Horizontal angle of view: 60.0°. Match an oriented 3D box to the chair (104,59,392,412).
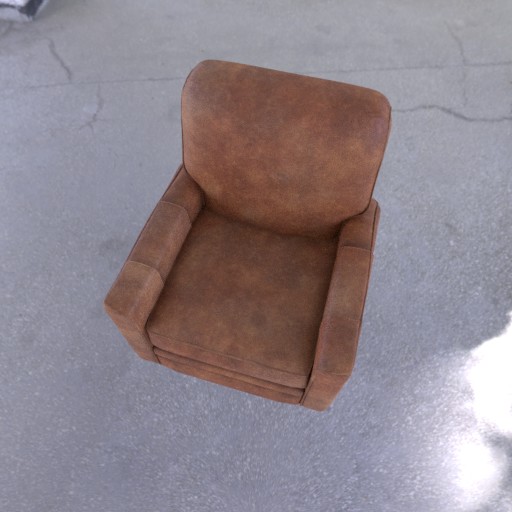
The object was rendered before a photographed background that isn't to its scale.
[{"bbox_3d":[0.000,0.000,1.679,0.843,1.043,0.836,14,60,8],"label":"chair"}]
